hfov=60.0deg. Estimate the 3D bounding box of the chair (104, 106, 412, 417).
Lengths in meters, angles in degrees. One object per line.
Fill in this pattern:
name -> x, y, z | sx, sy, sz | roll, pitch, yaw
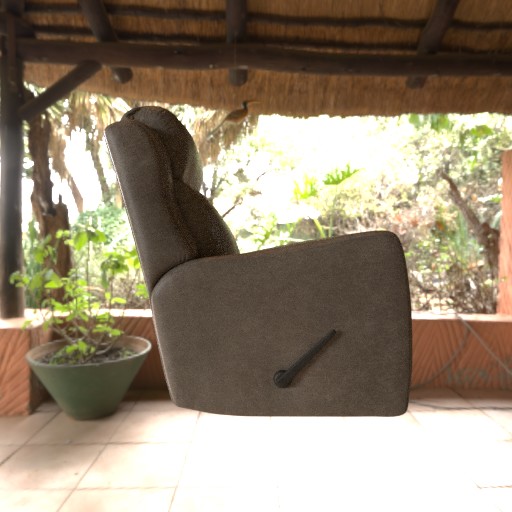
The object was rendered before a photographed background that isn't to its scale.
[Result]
chair -> 0.000, 0.000, 1.917 | 1.068, 1.116, 0.967 | 0, 0, -1
